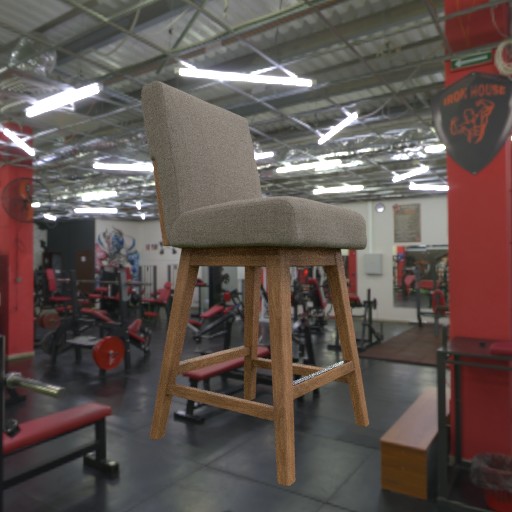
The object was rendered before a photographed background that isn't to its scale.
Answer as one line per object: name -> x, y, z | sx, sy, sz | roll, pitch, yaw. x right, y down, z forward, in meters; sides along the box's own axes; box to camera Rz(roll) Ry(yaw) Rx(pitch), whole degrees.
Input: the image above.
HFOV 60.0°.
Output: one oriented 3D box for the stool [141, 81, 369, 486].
stool -> 0.000, 0.000, 1.300 | 0.526, 1.010, 0.459 | 0, -1, 36
